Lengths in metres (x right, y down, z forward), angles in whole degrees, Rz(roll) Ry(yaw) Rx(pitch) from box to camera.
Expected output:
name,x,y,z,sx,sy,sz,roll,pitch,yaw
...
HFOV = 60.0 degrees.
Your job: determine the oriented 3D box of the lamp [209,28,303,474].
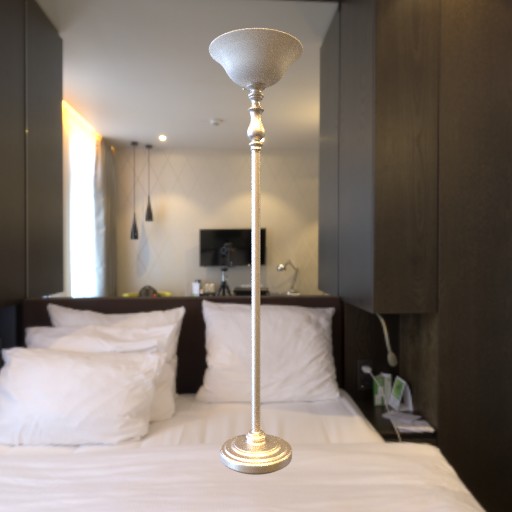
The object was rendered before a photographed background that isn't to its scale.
name,x,y,z,sx,sy,sz,roll,pitch,yaw
lamp,0.000,0.000,1.928,0.405,1.771,0.405,0,1,-34
